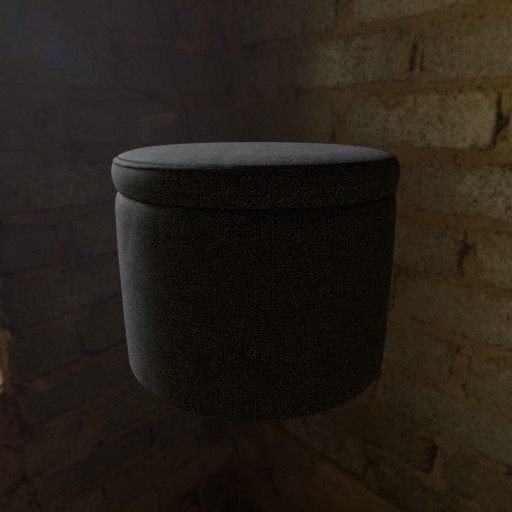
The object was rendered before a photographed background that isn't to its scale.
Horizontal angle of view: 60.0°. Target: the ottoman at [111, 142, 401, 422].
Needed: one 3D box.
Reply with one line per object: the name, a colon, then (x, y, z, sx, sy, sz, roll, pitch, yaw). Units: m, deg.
ottoman: (0.000, 0.000, 0.881, 0.520, 0.430, 0.520, 0, 17, 0)
